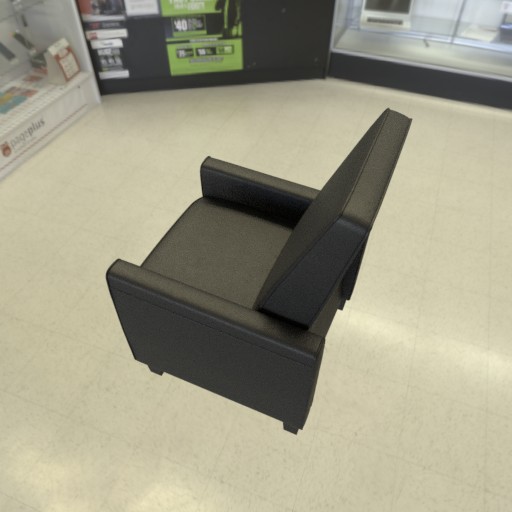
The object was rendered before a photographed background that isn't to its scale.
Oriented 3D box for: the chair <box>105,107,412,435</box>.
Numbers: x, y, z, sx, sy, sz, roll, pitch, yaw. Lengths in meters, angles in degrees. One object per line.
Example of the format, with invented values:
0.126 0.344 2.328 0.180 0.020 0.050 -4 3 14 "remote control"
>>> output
0.000 0.000 1.532 0.746 1.013 0.705 18 49 16 "chair"
